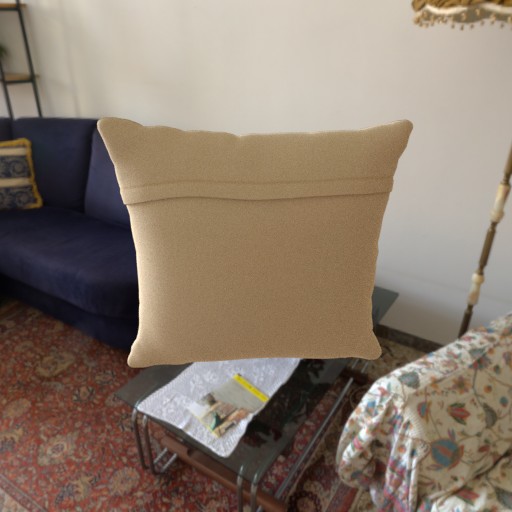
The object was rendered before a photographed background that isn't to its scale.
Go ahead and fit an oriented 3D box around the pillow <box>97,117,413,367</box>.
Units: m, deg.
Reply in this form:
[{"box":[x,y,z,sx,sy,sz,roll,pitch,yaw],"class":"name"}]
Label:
[{"box":[0.000,0.000,0.825,0.536,0.506,0.229,-2,28,-3],"class":"pillow"}]
